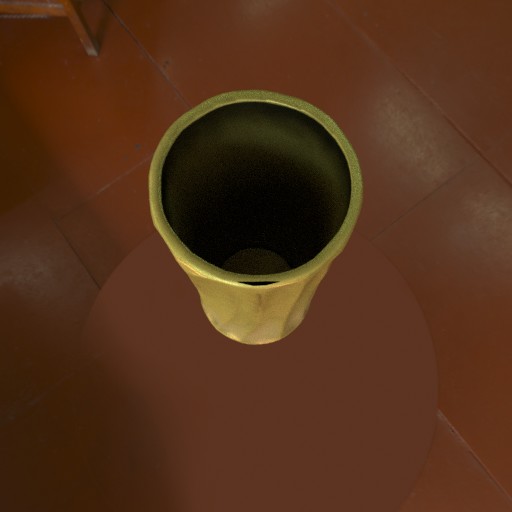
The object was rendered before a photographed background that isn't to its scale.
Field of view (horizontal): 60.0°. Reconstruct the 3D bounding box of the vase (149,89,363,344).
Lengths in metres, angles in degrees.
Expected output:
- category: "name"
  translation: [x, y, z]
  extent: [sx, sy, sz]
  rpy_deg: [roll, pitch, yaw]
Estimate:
- category: "vase"
  translation: [0.000, 0.000, 0.175]
  extent: [0.061, 0.143, 0.061]
  rpy_deg: [0, 76, 0]
